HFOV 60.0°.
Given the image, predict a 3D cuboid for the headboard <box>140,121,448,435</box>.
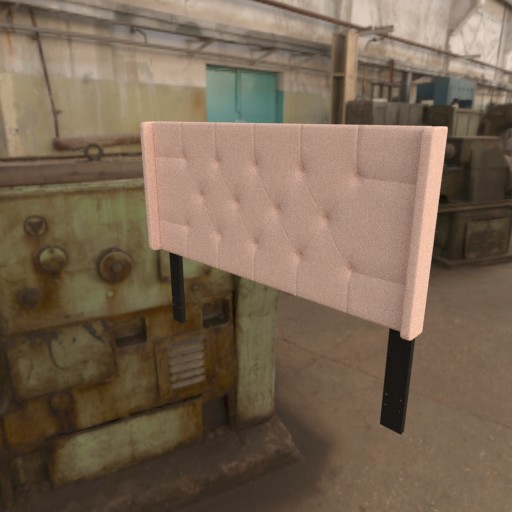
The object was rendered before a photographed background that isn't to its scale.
[{"bbox_3d":[0.000,0.000,2.658,2.051,1.524,0.184,16,24,41],"label":"headboard"}]
